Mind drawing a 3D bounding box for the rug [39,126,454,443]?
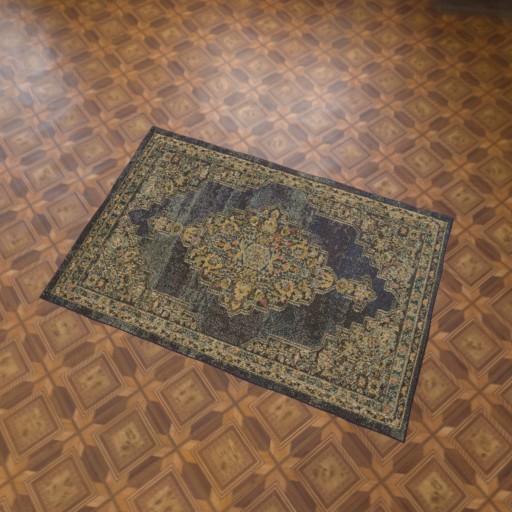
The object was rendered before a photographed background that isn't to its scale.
[{"bbox_3d":[0.000,0.000,2.227,1.781,0.012,1.184,19,64,10],"label":"rug"}]
